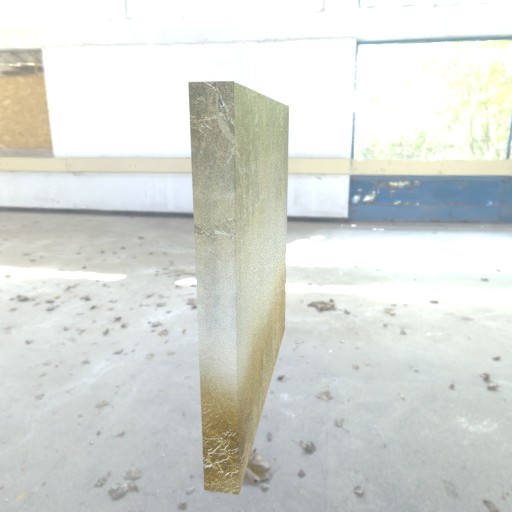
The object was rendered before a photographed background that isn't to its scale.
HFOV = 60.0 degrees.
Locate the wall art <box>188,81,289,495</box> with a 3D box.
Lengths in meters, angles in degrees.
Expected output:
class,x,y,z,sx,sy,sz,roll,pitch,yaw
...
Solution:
class,x,y,z,sx,sy,sz,roll,pitch,yaw
wall art,0.000,0.000,0.605,0.038,0.407,0.405,3,16,10
